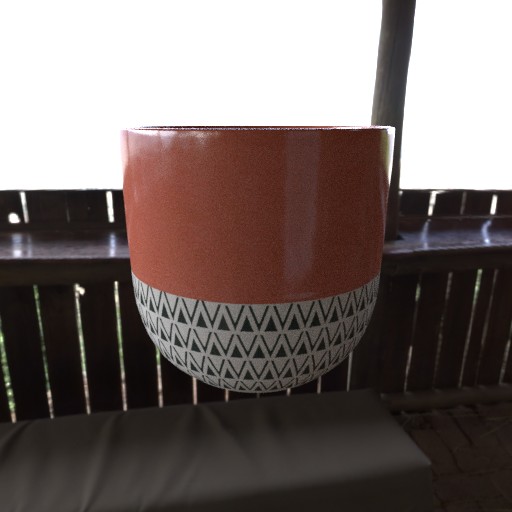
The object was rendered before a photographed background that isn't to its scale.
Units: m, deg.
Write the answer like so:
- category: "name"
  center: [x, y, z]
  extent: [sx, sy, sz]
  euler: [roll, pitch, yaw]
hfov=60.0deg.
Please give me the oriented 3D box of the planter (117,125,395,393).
- category: "planter"
  center: [0.000, 0.000, 0.481]
  extent: [0.266, 0.270, 0.266]
  euler: [0, 17, 0]
